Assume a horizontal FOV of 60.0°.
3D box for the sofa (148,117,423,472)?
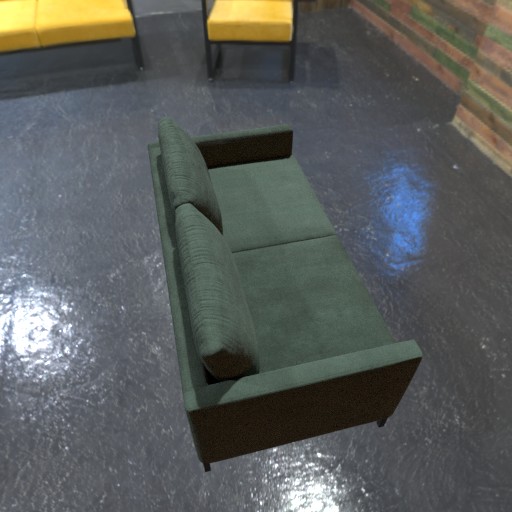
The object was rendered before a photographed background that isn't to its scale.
[{"bbox_3d":[0.000,0.000,2.198,0.875,0.817,1.676,-10,47,-10],"label":"sofa"}]
